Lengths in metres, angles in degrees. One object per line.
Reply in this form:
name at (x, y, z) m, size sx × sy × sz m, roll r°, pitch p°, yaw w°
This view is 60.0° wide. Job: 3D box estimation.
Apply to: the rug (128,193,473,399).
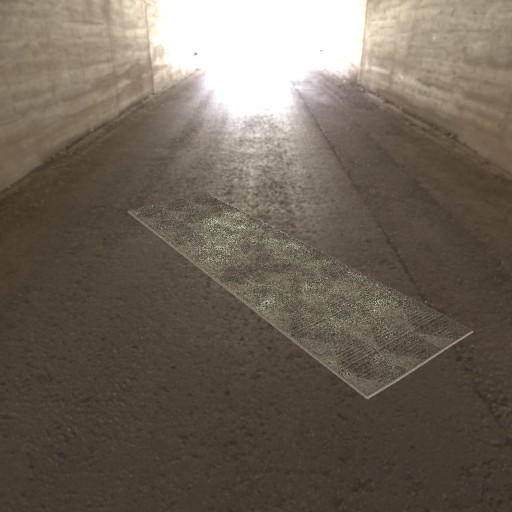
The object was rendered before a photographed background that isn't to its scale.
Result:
rug at (0.000, 0.000, 2.439) m, size 0.645 × 0.015 × 2.182 m, roll -18°, pitch 31°, yaw -31°
